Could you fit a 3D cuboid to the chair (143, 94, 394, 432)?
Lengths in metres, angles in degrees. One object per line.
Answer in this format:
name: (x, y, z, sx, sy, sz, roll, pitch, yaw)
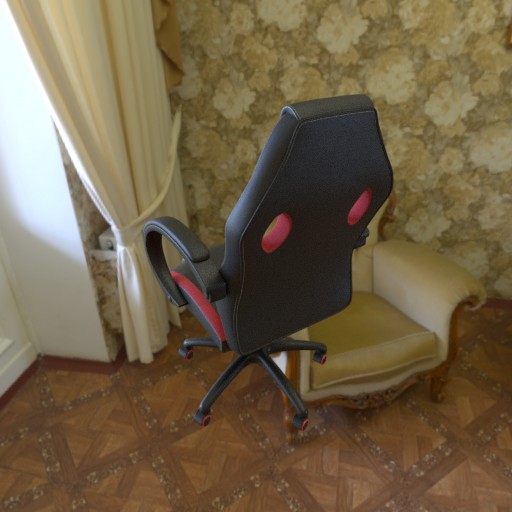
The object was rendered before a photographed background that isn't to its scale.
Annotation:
chair: (0.000, 0.000, 1.605, 0.673, 1.187, 0.724, -19, 35, -29)
